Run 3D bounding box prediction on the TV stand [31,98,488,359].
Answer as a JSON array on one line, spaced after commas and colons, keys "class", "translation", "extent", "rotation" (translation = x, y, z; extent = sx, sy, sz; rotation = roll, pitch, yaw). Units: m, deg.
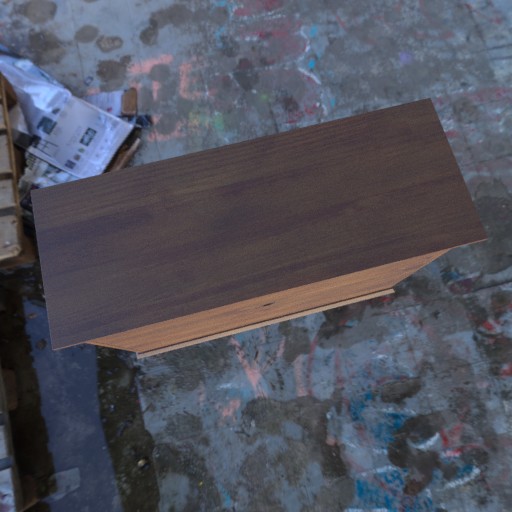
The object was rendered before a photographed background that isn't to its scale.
[{"class": "TV stand", "translation": [0.000, 0.000, 1.491], "extent": [1.067, 0.813, 0.406], "rotation": [-14, 76, -4]}]
